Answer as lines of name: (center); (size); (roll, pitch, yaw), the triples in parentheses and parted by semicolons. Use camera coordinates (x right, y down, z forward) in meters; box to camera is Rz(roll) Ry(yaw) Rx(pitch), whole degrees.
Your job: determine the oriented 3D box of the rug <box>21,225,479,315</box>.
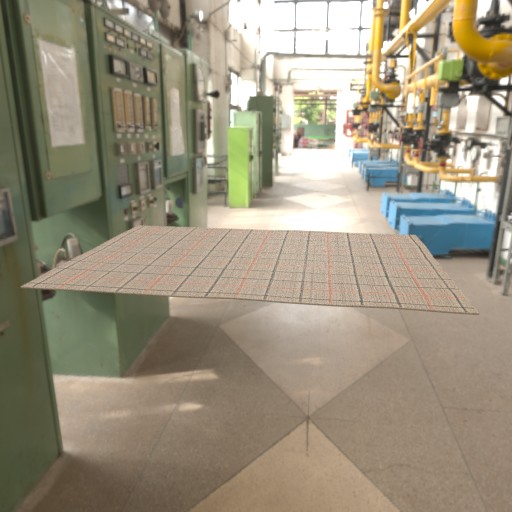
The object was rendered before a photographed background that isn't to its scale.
rug: (0.000, 0.000, 2.320); (1.829, 0.013, 1.220); (2, 17, 8)
